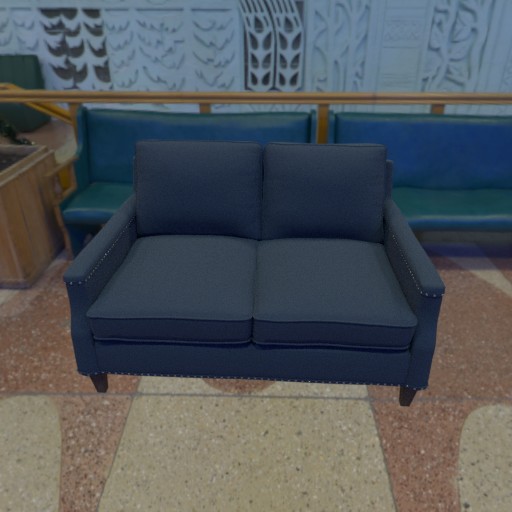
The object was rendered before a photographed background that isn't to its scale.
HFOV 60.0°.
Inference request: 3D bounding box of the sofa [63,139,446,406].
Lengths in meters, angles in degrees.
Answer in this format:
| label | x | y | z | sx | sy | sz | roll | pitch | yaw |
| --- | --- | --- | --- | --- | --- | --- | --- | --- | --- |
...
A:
| label | x | y | z | sx | sy | sz | roll | pitch | yaw |
| --- | --- | --- | --- | --- | --- | --- | --- | --- | --- |
| sofa | 0.000 | 0.000 | 2.278 | 1.597 | 1.003 | 1.084 | 2 | 30 | 3 |
